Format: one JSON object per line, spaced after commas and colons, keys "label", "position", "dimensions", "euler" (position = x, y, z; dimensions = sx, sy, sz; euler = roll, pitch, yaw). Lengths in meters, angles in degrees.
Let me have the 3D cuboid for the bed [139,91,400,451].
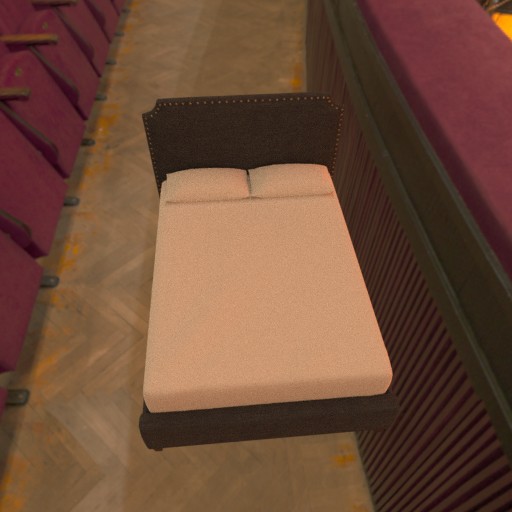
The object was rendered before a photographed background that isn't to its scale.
{"label": "bed", "position": [0.000, 0.000, 3.418], "dimensions": [1.713, 1.443, 2.372], "euler": [-4, 48, -3]}
